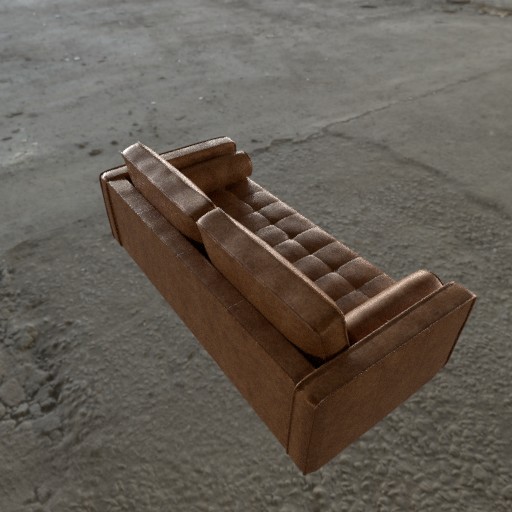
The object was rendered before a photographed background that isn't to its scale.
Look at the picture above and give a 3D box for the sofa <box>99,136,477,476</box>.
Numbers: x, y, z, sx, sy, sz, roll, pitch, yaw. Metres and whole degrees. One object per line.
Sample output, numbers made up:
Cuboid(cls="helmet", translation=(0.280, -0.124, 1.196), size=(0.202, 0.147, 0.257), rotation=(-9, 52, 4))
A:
Cuboid(cls="sofa", translation=(0.000, 0.000, 2.335), size=(0.924, 0.825, 1.920), rotation=(-25, 46, -27))
